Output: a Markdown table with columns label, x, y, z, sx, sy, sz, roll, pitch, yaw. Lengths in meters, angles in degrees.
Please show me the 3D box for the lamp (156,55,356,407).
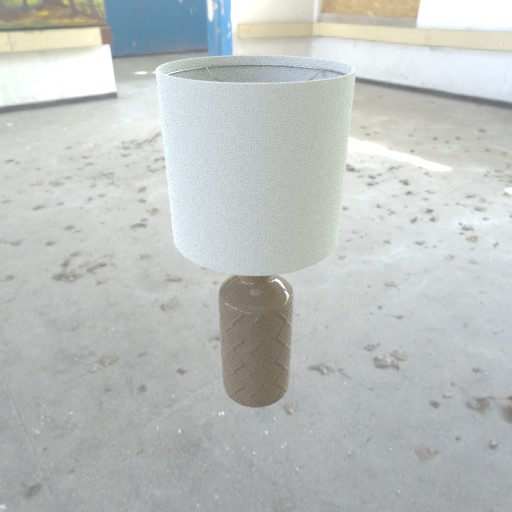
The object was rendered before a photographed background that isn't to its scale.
| label | x | y | z | sx | sy | sz | roll | pitch | yaw |
| --- | --- | --- | --- | --- | --- | --- | --- | --- | --- |
| lamp | 0.000 | 0.000 | 0.581 | 0.207 | 0.461 | 0.207 | -21 | 37 | -32 |
